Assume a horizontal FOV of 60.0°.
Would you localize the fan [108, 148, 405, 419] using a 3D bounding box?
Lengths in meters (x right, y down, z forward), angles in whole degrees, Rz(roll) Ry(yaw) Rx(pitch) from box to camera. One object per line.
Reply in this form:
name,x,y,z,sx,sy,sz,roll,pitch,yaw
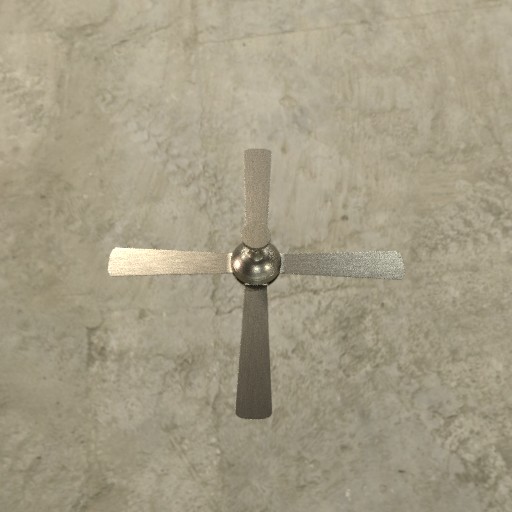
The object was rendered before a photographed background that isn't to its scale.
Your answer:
fan,0.000,0.000,2.010,1.321,0.381,1.321,19,65,10
